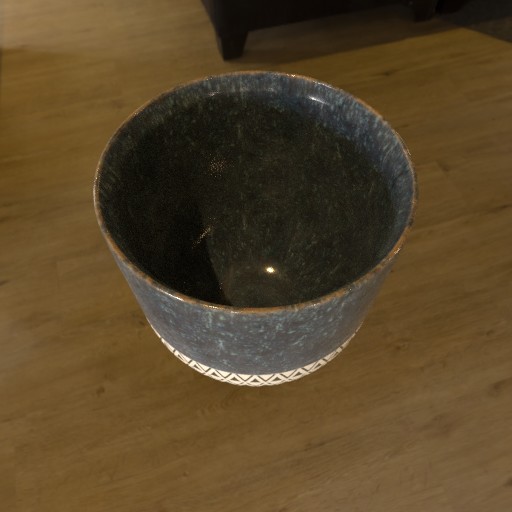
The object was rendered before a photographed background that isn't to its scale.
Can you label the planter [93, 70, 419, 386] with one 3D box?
[{"bbox_3d":[0.000,0.000,0.480,0.266,0.270,0.266,0,57,0],"label":"planter"}]
